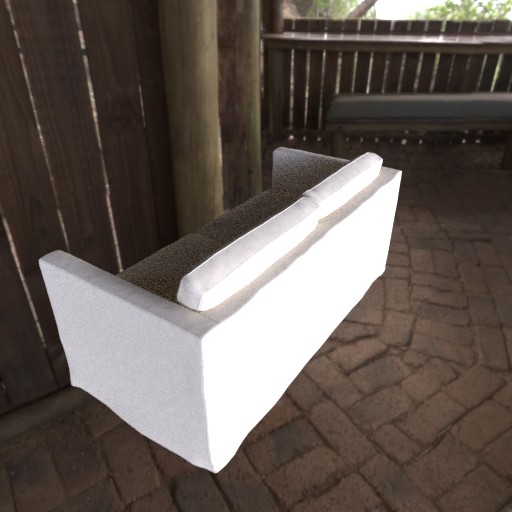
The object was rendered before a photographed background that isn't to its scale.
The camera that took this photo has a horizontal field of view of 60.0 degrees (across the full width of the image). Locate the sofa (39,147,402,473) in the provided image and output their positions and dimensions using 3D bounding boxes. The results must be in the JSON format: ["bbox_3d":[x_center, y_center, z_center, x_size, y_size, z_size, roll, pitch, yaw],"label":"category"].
[{"bbox_3d":[0.000,0.000,2.491,0.940,0.870,1.987,19,35,29],"label":"sofa"}]
